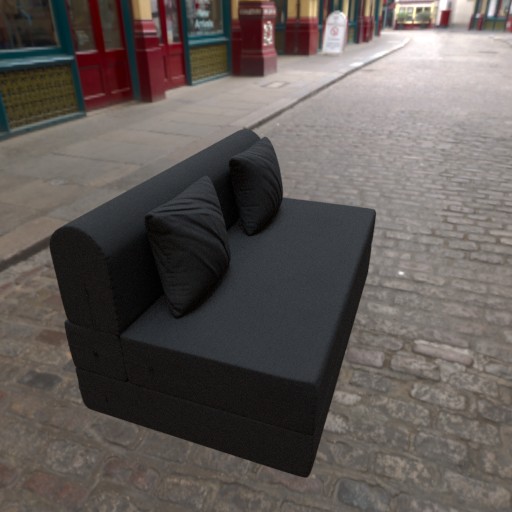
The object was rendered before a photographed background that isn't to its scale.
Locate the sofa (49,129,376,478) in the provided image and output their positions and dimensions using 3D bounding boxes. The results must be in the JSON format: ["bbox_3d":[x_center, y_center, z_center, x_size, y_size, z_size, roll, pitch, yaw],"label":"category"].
[{"bbox_3d":[0.000,0.000,1.686,0.762,0.670,1.225,10,29,18],"label":"sofa"}]
